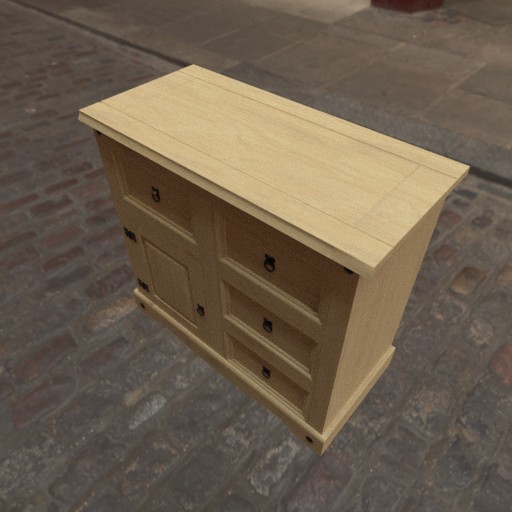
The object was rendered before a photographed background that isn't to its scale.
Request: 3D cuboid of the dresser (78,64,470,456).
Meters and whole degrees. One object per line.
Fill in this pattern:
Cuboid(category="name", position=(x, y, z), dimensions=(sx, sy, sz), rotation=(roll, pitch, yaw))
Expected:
Cuboid(category="dresser", position=(0.000, 0.000, 1.398), dimensions=(0.915, 0.835, 0.440), rotation=(31, 52, 28))
